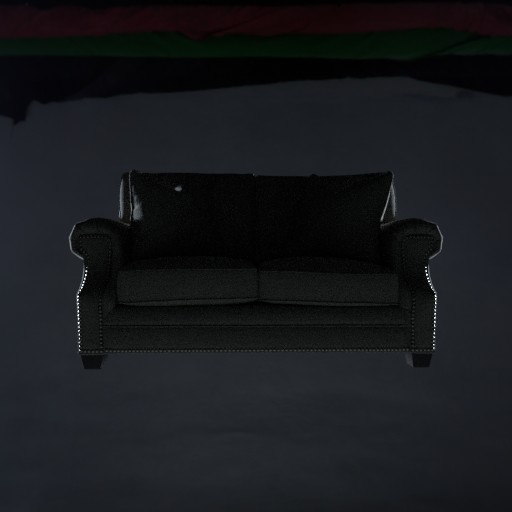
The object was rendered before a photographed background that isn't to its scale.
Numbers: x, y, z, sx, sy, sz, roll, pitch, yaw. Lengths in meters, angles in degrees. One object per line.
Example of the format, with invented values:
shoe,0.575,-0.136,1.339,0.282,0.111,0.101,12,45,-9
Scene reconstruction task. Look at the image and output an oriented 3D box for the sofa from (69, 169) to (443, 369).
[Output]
sofa,0.000,0.000,2.348,1.701,0.966,0.966,0,0,-1
